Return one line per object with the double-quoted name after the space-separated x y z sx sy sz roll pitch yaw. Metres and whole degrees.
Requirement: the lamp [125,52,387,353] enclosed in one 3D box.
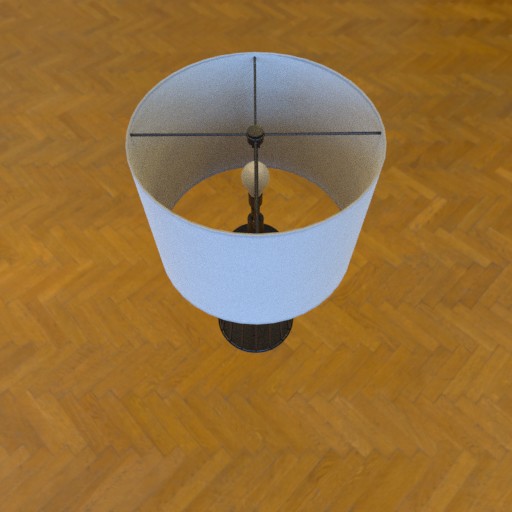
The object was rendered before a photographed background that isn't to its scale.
0.000 0.000 0.803 0.322 0.593 0.322 -1 58 0 "lamp"
